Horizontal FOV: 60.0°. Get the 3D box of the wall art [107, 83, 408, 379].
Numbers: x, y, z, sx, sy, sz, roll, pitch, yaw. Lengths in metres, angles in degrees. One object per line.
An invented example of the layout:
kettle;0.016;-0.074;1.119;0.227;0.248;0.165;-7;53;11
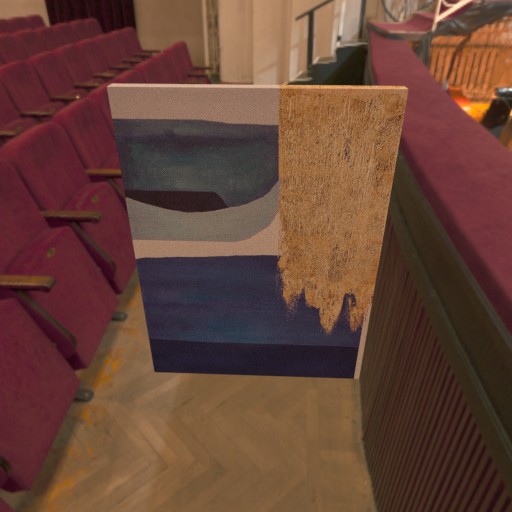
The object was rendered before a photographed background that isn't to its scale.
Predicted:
wall art;0.000;0.000;0.843;0.458;0.613;0.026;1;31;2
